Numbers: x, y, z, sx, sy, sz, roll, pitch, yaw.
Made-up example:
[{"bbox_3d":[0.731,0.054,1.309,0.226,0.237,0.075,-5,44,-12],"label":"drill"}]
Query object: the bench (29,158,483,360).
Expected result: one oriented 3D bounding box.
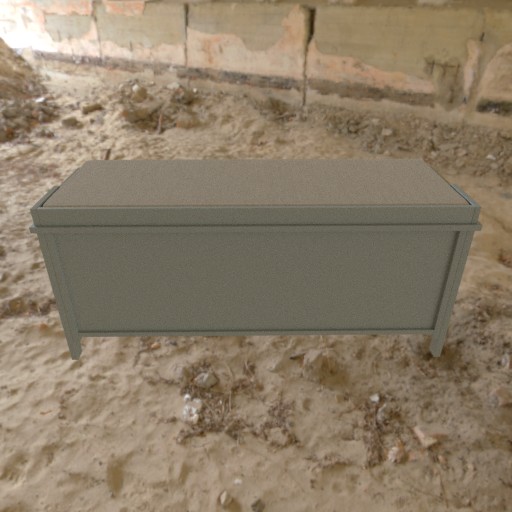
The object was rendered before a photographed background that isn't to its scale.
[{"bbox_3d":[0.000,0.000,1.387,1.140,0.501,0.398,0,30,-1],"label":"bench"}]
